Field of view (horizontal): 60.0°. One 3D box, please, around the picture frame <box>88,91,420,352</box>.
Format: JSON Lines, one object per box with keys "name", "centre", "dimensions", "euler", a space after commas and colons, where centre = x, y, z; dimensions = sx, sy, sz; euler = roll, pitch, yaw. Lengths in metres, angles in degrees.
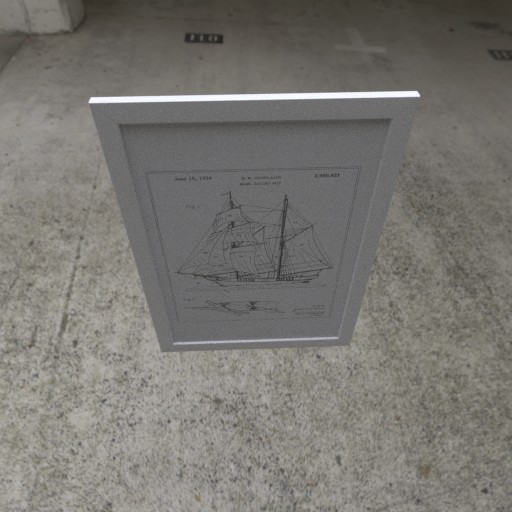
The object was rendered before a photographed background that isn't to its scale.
{"name": "picture frame", "centre": [0.000, 0.000, 0.704], "dimensions": [0.381, 0.534, 0.012], "euler": [-2, 47, -2]}
